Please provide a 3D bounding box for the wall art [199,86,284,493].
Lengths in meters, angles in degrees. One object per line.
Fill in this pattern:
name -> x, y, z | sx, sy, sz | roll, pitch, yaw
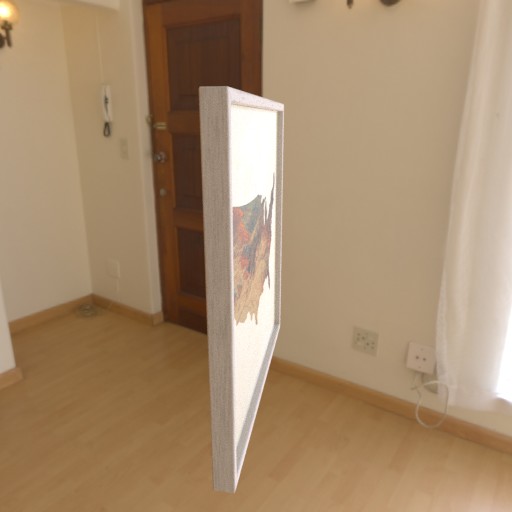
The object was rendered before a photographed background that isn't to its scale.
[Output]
wall art -> 0.000, 0.000, 1.920 | 0.078, 1.288, 1.287 | 3, 17, 9
